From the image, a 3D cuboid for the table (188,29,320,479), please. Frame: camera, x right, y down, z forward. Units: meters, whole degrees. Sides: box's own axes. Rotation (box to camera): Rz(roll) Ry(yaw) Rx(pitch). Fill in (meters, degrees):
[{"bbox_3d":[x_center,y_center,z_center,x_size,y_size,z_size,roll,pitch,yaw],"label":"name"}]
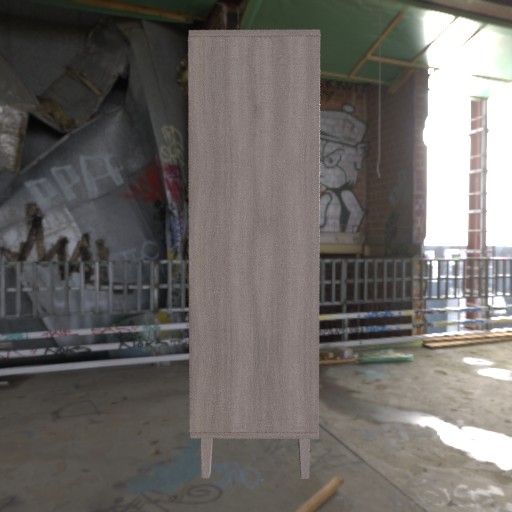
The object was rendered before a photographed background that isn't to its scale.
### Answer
[{"bbox_3d":[0.000,0.000,1.906,0.398,1.388,1.111,0,1,1],"label":"table"}]
